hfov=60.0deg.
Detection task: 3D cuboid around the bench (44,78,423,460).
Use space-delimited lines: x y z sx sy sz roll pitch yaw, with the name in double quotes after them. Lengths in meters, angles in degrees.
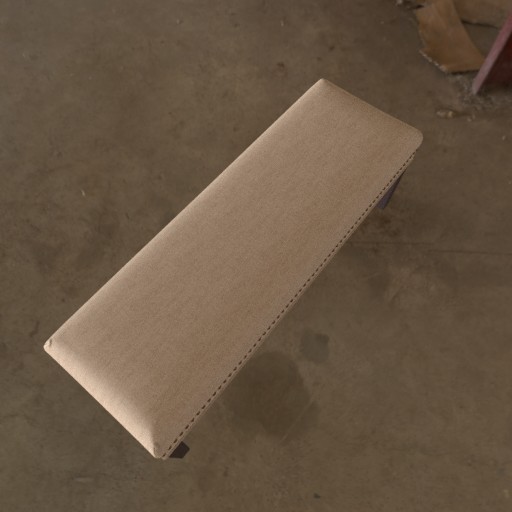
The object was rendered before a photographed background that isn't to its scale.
0.000 0.000 1.426 0.410 0.457 1.219 36 69 16 "bench"
